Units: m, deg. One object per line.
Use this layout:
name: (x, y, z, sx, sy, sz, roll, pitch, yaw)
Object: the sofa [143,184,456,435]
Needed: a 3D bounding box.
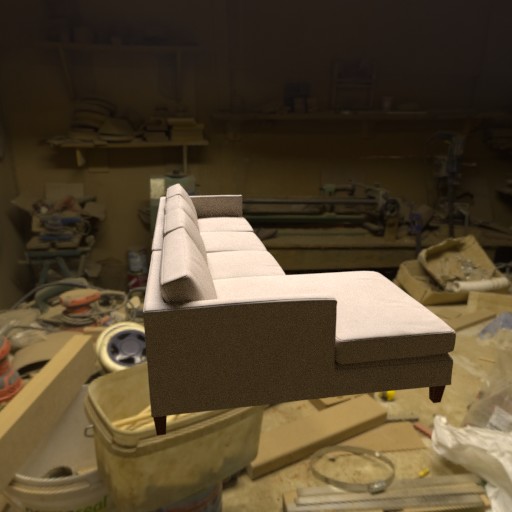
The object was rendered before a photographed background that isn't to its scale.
sofa: (0.000, 0.000, 3.686, 1.625, 0.846, 3.186, -3, 17, -10)
